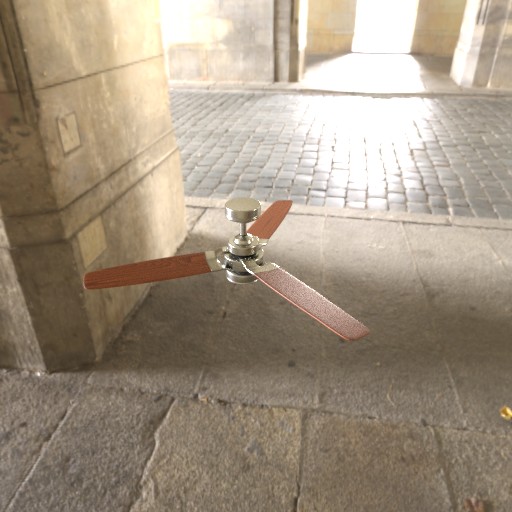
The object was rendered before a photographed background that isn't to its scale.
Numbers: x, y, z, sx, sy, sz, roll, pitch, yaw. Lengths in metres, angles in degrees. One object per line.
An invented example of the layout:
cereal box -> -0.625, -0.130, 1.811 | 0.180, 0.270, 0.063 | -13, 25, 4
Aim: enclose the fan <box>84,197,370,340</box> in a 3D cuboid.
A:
fan -> 0.000, 0.000, 2.101 | 1.416, 0.410, 1.271 | -20, 35, -31
